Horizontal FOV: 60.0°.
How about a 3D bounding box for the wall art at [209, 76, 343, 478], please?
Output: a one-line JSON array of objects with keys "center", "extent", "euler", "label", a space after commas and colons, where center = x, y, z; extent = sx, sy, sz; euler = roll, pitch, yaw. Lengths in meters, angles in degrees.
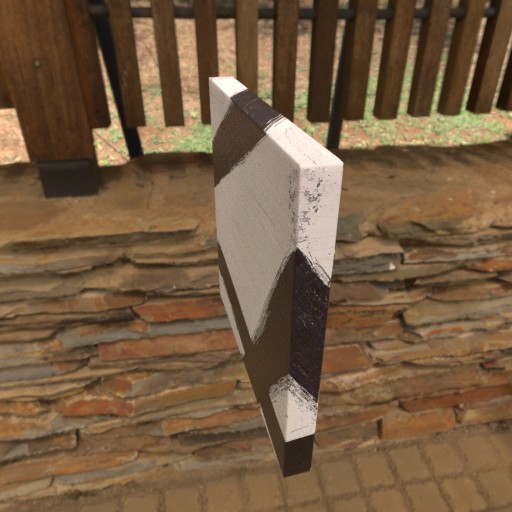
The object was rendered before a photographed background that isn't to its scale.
[{"center": [0.000, 0.000, 0.771], "extent": [0.050, 0.508, 0.507], "euler": [-8, 32, -13], "label": "wall art"}]
